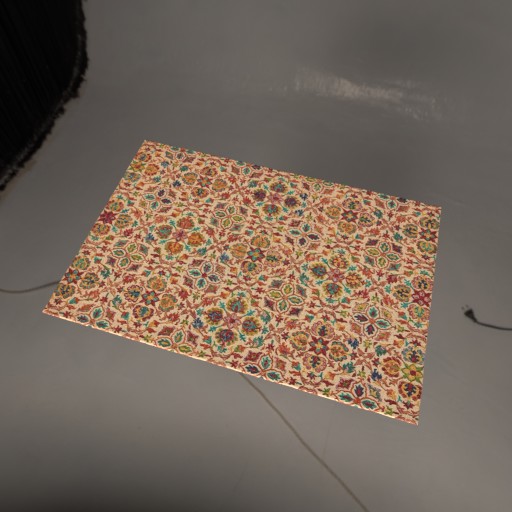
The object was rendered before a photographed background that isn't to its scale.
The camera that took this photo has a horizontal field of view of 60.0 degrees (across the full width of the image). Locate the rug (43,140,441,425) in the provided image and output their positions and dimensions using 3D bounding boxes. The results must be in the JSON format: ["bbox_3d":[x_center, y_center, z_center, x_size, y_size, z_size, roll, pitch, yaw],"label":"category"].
[{"bbox_3d":[0.000,0.000,2.949,2.297,0.018,1.541,15,60,9],"label":"rug"}]
